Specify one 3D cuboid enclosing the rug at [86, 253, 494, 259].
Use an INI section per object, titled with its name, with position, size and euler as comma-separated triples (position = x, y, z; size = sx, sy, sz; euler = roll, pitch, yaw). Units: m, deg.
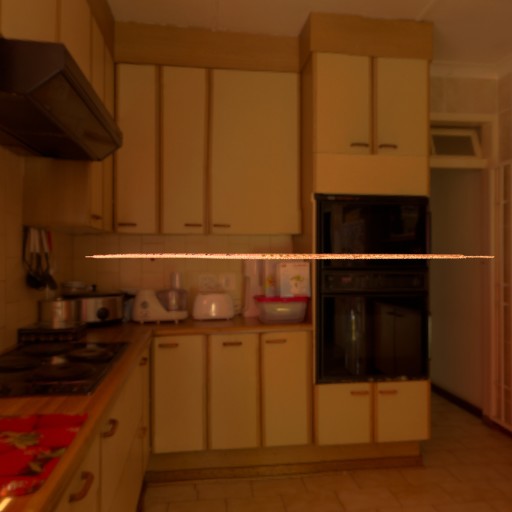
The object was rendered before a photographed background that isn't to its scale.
[rug]
position = 0.000, 0.000, 3.200
size = 1.664, 0.029, 2.615
euler = 0, 0, -37
